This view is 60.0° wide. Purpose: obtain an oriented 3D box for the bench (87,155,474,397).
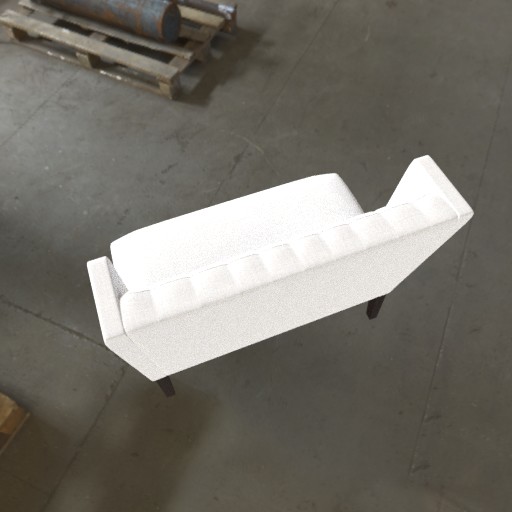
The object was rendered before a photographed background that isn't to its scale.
[{"bbox_3d":[0.000,0.000,2.045,1.280,1.123,0.847,-19,61,-11],"label":"bench"}]
